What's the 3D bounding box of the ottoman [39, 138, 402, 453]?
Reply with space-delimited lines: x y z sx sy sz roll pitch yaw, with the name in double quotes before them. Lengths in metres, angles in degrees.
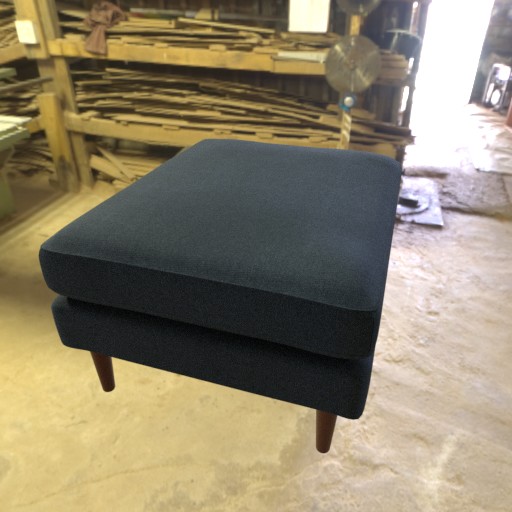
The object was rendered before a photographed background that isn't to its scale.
"ottoman" 0.000 0.000 1.219 0.693 0.474 0.821 10 32 16
